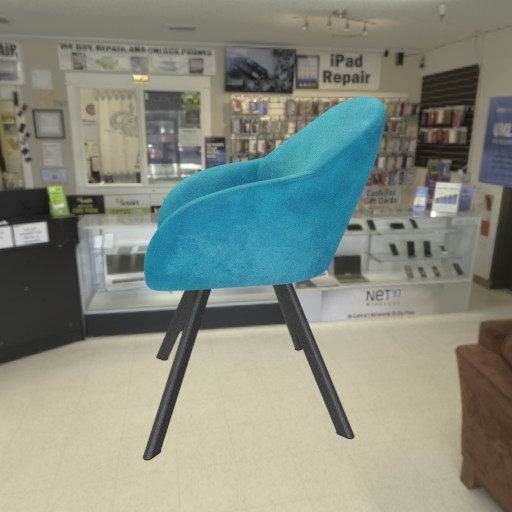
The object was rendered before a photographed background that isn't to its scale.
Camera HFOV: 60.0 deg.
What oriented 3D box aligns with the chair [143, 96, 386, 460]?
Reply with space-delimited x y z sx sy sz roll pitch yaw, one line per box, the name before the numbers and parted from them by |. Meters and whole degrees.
chair | 0.000 0.000 1.163 0.590 0.795 0.550 -2 16 -8
